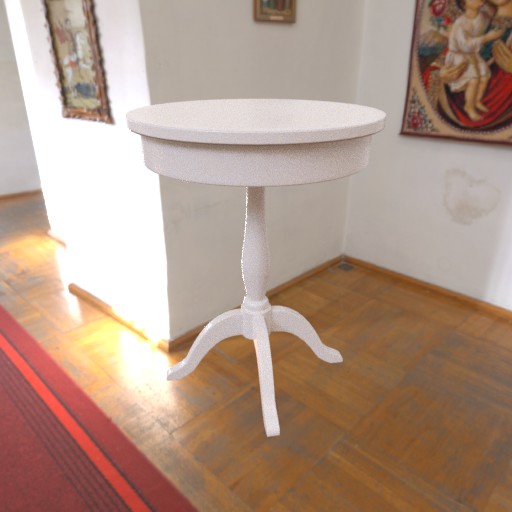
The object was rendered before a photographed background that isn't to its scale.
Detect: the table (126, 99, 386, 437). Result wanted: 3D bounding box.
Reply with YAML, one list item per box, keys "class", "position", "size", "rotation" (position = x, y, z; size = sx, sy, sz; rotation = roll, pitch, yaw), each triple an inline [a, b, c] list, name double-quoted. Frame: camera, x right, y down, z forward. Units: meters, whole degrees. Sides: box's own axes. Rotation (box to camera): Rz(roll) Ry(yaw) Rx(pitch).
- class: "table"
  position: [0.000, 0.000, 1.039]
  size: [0.513, 0.653, 0.513]
  rotation: [0, 25, 0]
